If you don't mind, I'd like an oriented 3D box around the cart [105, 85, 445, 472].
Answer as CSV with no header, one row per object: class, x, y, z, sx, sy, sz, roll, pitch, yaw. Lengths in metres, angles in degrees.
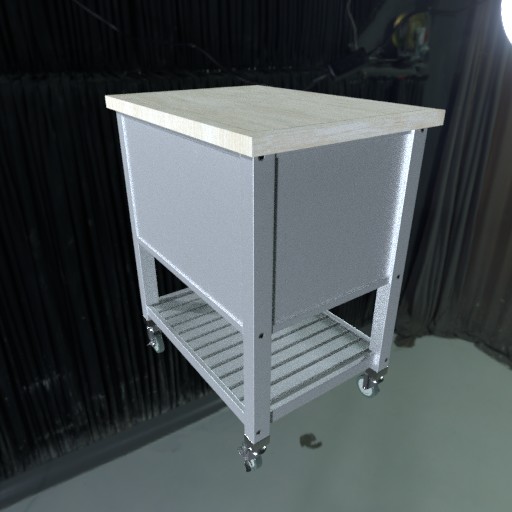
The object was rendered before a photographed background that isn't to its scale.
cart,0.000,0.000,1.382,0.559,0.914,0.762,-17,31,-31
